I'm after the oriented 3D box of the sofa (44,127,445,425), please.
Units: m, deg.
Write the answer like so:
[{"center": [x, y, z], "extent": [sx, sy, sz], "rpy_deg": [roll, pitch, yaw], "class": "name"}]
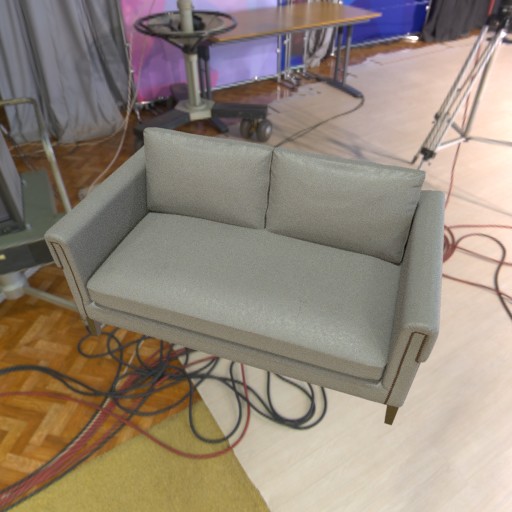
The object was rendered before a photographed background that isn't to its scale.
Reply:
[{"center": [0.000, 0.000, 2.117], "extent": [1.598, 0.873, 0.899], "rpy_deg": [13, 43, 14], "class": "sofa"}]
